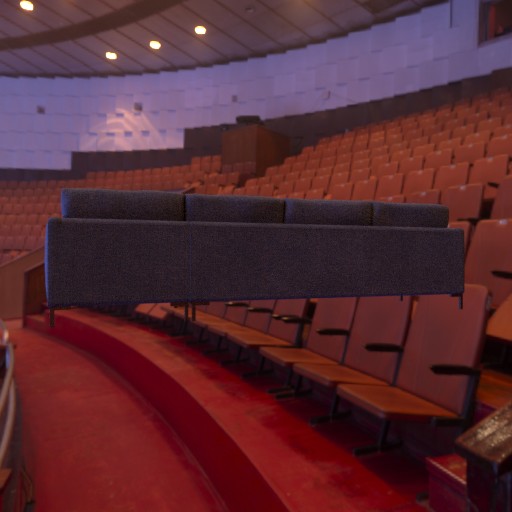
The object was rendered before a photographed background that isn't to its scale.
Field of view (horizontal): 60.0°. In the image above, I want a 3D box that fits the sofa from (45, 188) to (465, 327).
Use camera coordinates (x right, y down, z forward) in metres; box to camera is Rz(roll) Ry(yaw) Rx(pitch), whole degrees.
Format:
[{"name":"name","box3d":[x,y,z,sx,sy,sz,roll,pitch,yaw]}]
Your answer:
[{"name":"sofa","box3d":[0.000,0.000,3.522,2.932,0.810,1.350,0,0,-18]}]
